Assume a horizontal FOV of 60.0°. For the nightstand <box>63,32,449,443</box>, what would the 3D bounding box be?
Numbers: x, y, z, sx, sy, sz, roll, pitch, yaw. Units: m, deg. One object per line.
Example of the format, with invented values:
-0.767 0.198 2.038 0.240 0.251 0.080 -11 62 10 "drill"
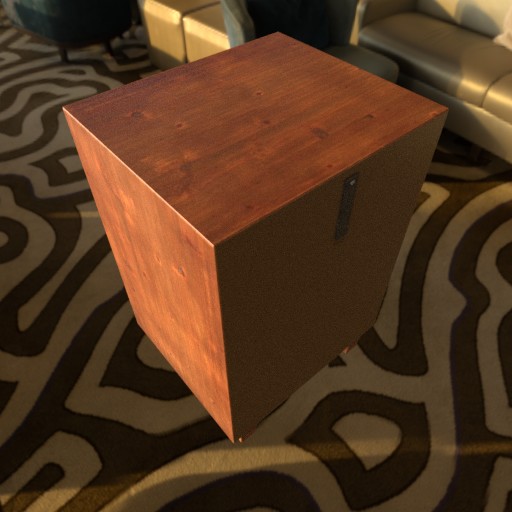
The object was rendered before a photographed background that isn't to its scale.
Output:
0.000 0.000 0.958 0.465 0.695 0.410 -32 55 -26 "nightstand"
